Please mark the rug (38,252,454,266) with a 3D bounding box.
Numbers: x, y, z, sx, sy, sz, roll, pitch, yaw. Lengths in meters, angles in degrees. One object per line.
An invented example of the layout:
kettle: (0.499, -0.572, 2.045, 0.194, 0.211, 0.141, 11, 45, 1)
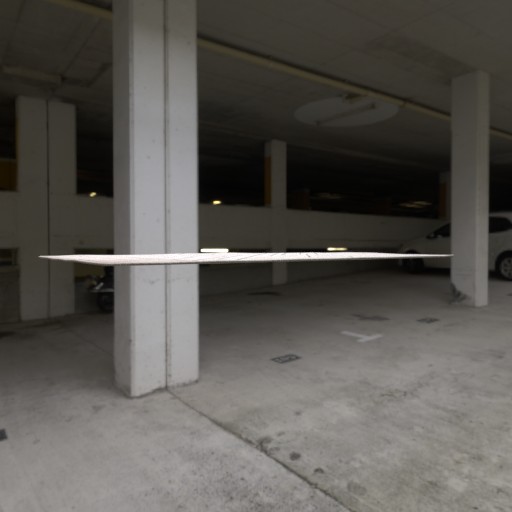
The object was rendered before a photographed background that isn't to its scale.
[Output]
rug: (0.000, 0.000, 1.067, 0.869, 0.008, 0.511, -1, 2, -36)
